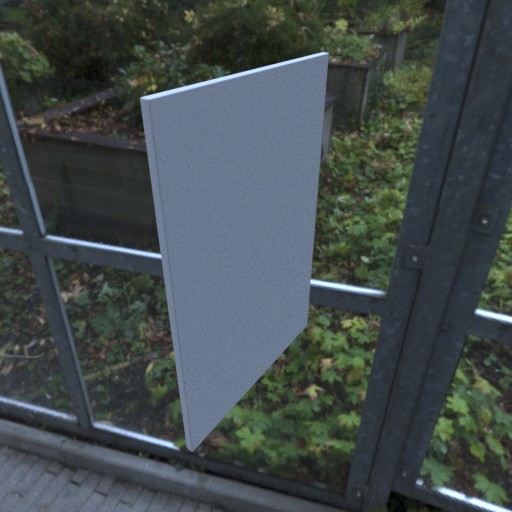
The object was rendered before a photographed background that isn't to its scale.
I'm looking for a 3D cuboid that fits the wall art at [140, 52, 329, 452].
[{"bbox_3d":[0.000,0.000,0.615,0.011,0.482,0.329,20,37,29],"label":"wall art"}]
